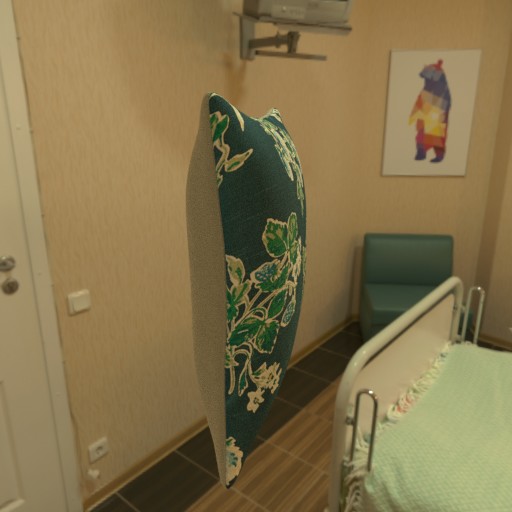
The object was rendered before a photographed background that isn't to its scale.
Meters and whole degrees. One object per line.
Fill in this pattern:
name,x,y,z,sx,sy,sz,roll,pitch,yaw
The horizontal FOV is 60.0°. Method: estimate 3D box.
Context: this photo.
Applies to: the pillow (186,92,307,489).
pillow,0.000,0.000,0.775,0.166,0.508,0.525,3,17,9
